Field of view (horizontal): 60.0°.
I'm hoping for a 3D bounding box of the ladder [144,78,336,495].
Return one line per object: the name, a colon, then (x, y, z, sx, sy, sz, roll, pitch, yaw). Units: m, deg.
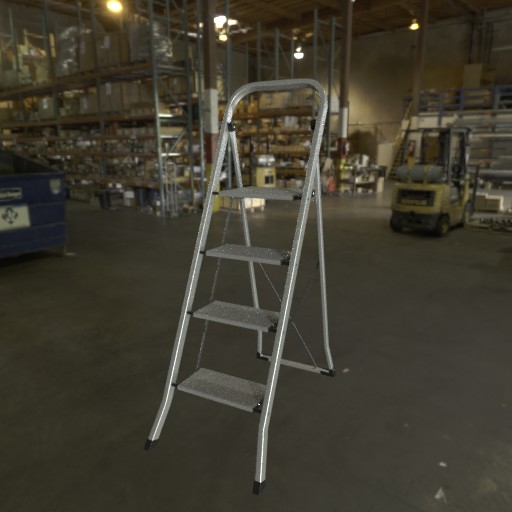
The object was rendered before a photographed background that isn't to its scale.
ladder: (0.000, 0.000, 1.673, 0.465, 1.290, 0.830, 7, 15, 27)
